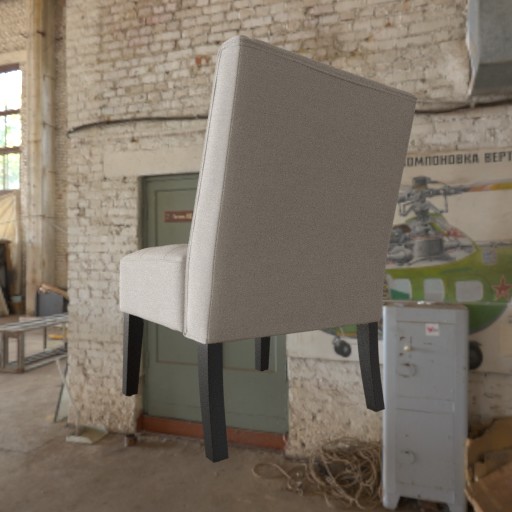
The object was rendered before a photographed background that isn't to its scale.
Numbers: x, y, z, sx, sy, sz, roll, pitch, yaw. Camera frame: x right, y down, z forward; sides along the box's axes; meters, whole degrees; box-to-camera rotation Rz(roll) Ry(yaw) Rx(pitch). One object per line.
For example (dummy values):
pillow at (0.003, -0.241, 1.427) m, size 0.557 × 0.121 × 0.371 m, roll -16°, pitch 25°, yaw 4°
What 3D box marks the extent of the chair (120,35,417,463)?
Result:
chair at (0.000, 0.000, 1.248) m, size 0.569 × 0.853 × 0.676 m, roll 0°, pitch 0°, yaw -36°
